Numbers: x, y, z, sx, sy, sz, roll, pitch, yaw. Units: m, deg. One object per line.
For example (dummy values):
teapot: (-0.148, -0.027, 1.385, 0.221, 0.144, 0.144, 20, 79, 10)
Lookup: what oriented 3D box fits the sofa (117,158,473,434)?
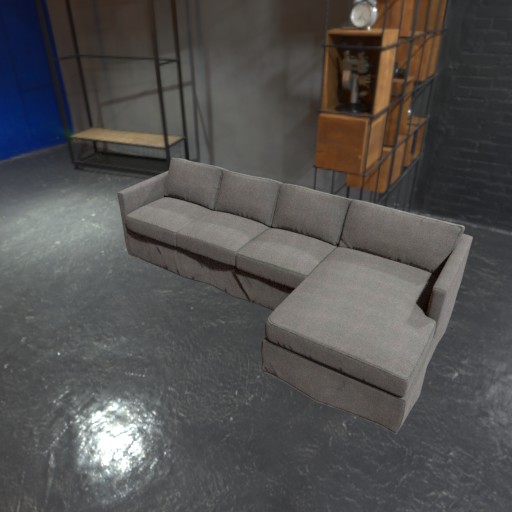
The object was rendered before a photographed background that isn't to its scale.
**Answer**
sofa: (0.000, 0.000, 3.881, 3.205, 0.922, 1.650, 18, 35, 28)
